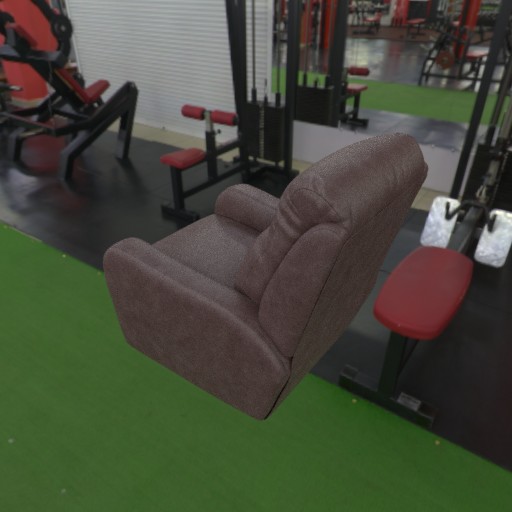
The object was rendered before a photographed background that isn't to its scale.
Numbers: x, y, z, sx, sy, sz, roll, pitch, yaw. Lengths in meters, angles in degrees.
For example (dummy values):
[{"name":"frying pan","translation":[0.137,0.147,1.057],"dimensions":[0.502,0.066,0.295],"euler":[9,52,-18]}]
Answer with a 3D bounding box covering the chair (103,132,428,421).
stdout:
[{"name":"chair","translation":[0.000,0.000,1.846],"dimensions":[1.067,1.067,0.865],"euler":[22,38,31]}]
